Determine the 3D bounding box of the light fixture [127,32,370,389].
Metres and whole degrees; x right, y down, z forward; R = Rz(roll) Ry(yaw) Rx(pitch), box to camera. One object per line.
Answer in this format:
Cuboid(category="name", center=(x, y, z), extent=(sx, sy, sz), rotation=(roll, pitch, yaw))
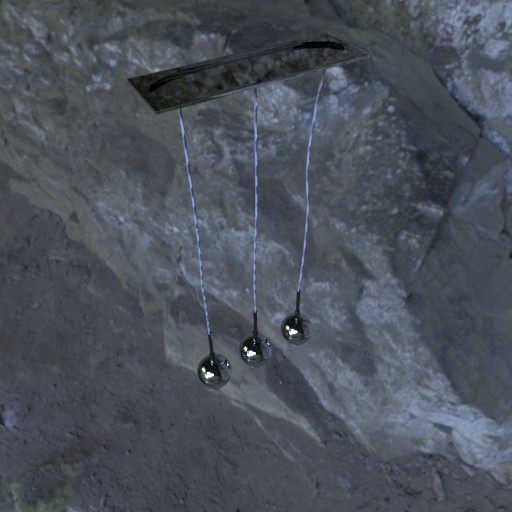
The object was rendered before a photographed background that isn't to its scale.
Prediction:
Cuboid(category="light fixture", center=(0.000, 0.000, 1.644), extent=(0.623, 1.408, 0.188), rotation=(-23, 50, -21))
